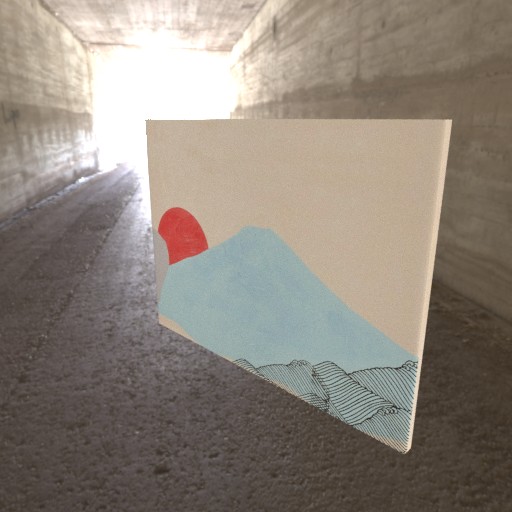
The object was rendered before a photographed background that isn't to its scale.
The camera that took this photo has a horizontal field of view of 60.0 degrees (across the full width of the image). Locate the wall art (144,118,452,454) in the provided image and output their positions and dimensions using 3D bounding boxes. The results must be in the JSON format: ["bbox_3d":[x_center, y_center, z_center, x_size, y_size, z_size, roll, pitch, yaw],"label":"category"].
[{"bbox_3d":[0.000,0.000,1.544,1.219,0.912,0.042,16,23,41],"label":"wall art"}]
